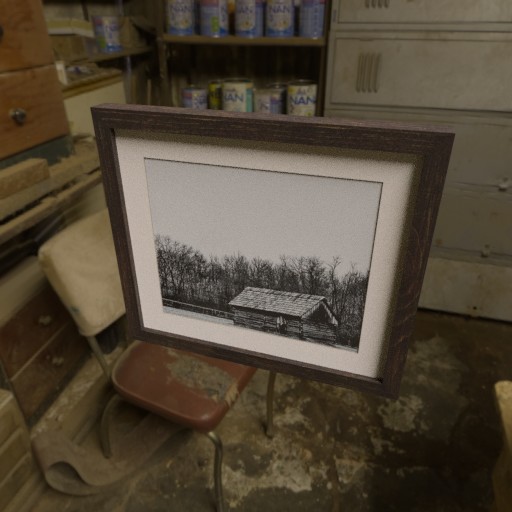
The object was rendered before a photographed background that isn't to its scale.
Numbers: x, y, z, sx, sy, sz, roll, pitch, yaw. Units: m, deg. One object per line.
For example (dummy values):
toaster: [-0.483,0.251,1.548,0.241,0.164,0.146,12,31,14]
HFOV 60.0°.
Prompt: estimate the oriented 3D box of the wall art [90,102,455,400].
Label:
wall art: [0.000,0.000,0.537,0.381,0.330,0.031,9,31,16]
